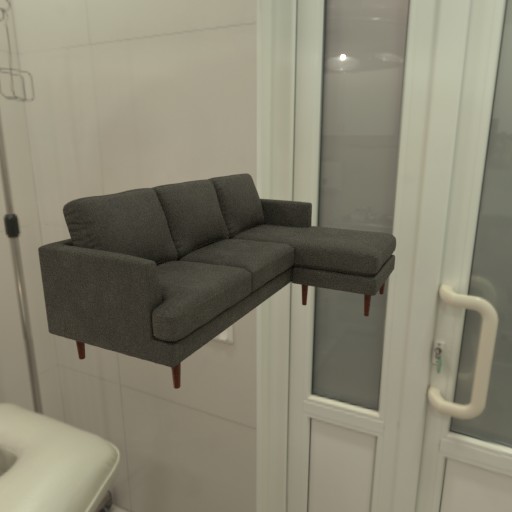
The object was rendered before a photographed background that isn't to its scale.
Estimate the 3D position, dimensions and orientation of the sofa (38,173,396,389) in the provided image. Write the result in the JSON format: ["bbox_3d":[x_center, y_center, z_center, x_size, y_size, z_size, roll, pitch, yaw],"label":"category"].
[{"bbox_3d":[0.000,0.000,3.039,1.504,0.956,2.233,8,17,26],"label":"sofa"}]
